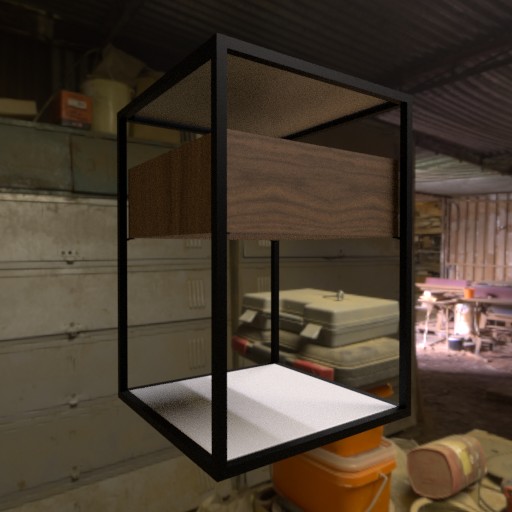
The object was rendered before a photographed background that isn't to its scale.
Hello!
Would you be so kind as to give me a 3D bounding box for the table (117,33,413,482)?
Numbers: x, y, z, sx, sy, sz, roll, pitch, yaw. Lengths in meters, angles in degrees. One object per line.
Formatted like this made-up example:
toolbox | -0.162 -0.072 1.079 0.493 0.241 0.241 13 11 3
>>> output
table | 0.000 0.000 0.794 0.378 0.540 0.378 -1 1 -35
